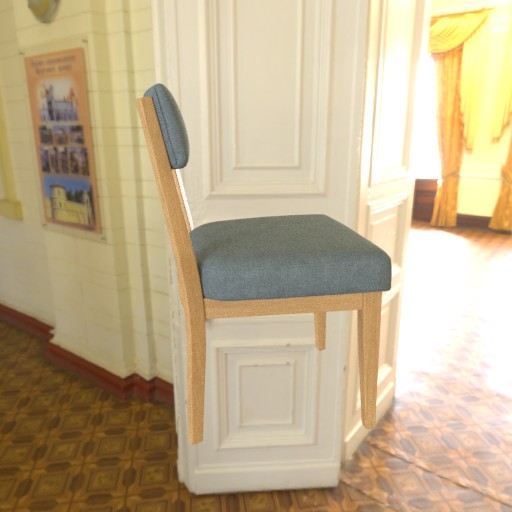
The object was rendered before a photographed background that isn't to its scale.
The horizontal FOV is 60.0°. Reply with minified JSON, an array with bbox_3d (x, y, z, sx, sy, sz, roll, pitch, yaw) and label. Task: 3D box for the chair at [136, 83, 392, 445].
[{"bbox_3d":[0.000,0.000,1.204,0.572,0.832,0.508,-2,16,-8],"label":"chair"}]
